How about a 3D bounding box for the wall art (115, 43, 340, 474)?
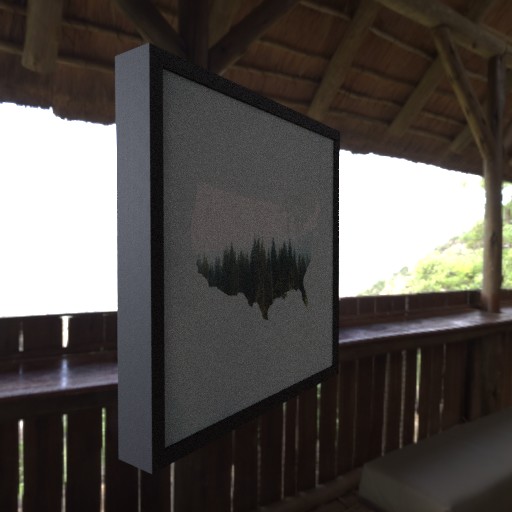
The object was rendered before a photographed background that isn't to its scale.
[{"bbox_3d":[0.000,0.000,0.446,0.038,0.304,0.304,1,2,36],"label":"wall art"}]
